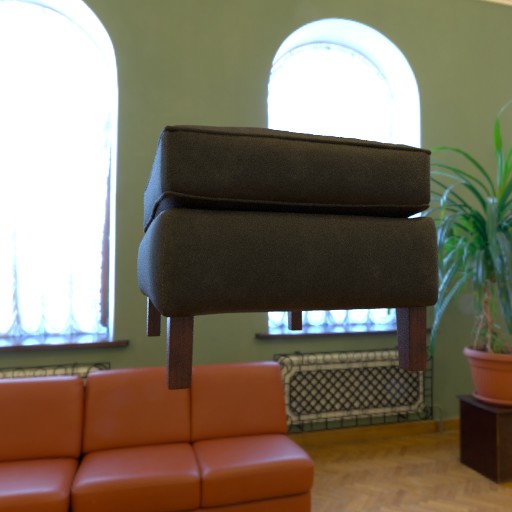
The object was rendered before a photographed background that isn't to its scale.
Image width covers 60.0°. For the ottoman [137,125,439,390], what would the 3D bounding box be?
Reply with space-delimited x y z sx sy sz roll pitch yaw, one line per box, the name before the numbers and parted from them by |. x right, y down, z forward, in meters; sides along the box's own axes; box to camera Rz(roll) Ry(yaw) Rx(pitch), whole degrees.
ottoman | 0.000 0.000 0.985 0.501 0.413 0.665 1 -2 -17
